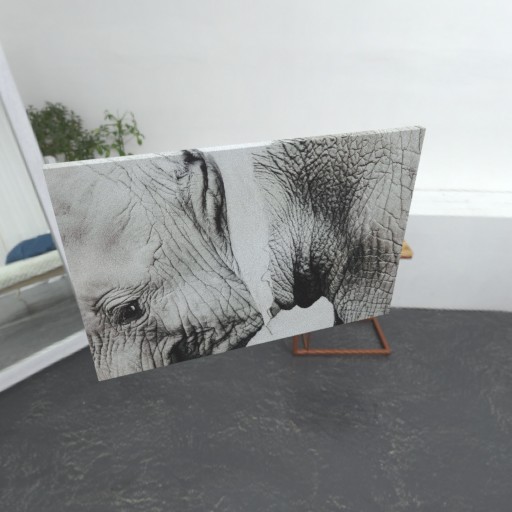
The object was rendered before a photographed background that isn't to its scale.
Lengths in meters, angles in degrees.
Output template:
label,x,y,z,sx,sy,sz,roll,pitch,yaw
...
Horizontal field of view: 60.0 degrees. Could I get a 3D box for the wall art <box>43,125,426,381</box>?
label,x,y,z,sx,sy,sz,roll,pitch,yaw
wall art,0.000,0.000,1.479,1.141,0.758,0.035,-10,33,-16
